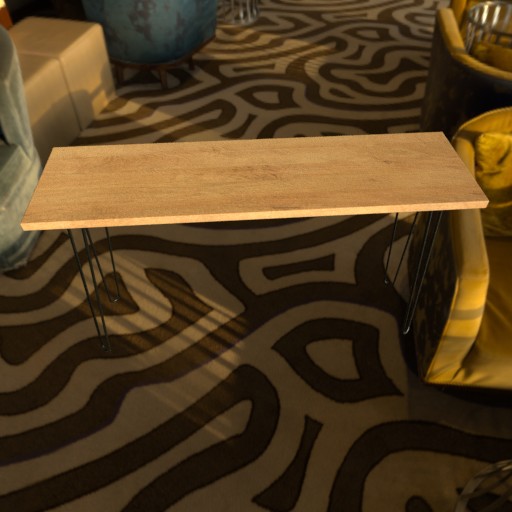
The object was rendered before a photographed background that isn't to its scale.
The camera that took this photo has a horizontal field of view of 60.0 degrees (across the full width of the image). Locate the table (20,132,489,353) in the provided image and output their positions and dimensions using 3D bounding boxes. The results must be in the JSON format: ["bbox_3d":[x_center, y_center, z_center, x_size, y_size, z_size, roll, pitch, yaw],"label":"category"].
[{"bbox_3d":[0.000,0.000,1.744,1.400,0.799,0.399,-3,47,-3],"label":"table"}]
